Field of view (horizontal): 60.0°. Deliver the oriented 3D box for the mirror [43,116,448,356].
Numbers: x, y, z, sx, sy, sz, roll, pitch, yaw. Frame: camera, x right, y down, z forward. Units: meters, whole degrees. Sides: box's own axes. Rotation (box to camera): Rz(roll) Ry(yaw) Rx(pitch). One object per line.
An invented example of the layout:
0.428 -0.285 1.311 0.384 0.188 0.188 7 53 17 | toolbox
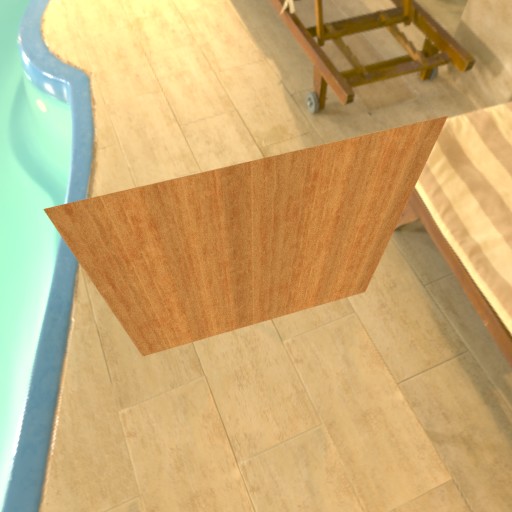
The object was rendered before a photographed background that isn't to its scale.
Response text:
0.000 0.000 0.972 0.651 0.651 0.047 -15 60 -9 | mirror
